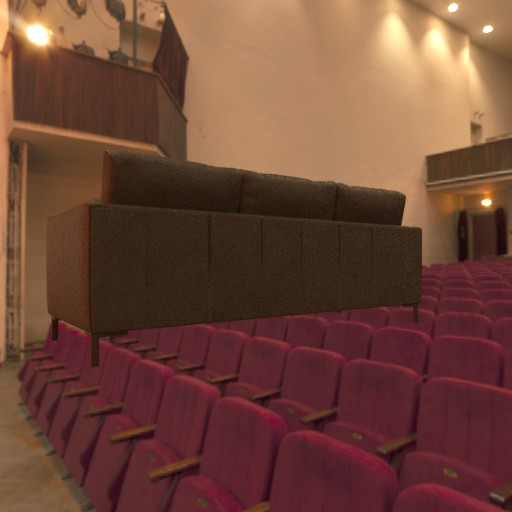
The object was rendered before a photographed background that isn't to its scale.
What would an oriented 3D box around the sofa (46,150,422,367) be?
[{"bbox_3d":[0.000,0.000,2.431,2.029,0.805,0.748,0,-1,-36],"label":"sofa"}]
